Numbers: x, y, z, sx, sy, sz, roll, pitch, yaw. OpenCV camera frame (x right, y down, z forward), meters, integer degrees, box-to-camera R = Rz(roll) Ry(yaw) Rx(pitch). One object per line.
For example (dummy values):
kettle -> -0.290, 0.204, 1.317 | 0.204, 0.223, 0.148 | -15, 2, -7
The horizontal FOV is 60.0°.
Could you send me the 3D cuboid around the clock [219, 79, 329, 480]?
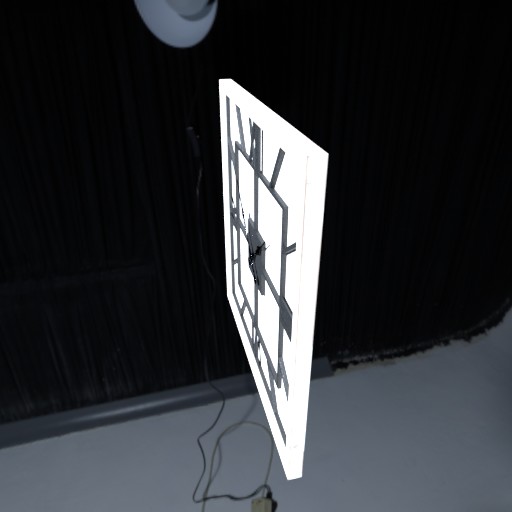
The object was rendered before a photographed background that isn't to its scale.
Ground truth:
clock -> 0.000, 0.000, 1.070 | 0.032, 0.705, 0.705 | -7, 30, -12
